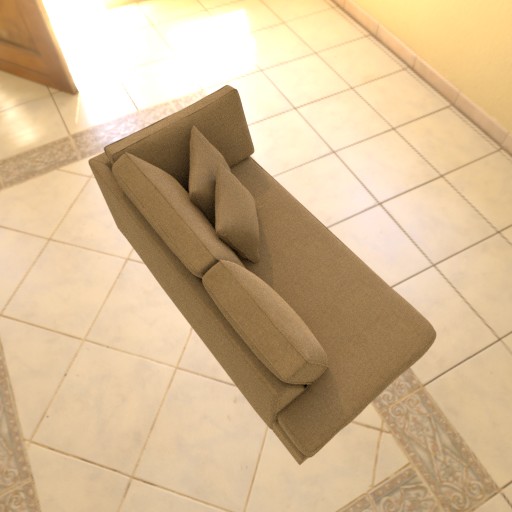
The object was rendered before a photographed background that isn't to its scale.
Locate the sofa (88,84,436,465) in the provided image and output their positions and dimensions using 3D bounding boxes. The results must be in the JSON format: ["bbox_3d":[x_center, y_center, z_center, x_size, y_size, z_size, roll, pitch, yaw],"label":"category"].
[{"bbox_3d":[0.000,0.000,2.881,1.110,1.019,2.238,-33,64,-19],"label":"sofa"}]
